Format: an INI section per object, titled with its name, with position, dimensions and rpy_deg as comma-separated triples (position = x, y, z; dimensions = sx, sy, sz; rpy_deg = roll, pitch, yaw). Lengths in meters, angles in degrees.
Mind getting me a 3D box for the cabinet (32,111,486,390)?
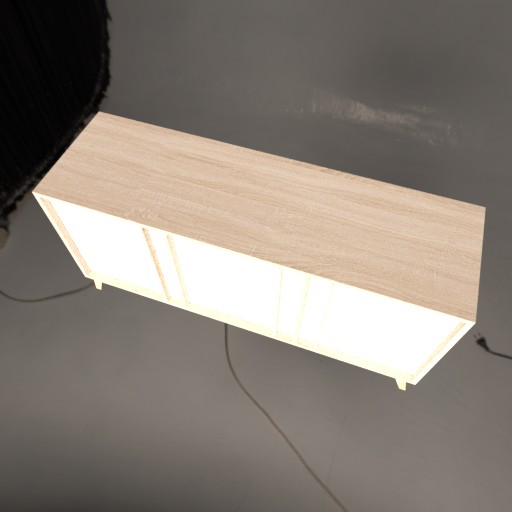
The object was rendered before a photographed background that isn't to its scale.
[cabinet]
position = 0.000, 0.000, 2.008
dimensions = 1.649, 0.780, 0.500
rpy_deg = 16, 58, 11
